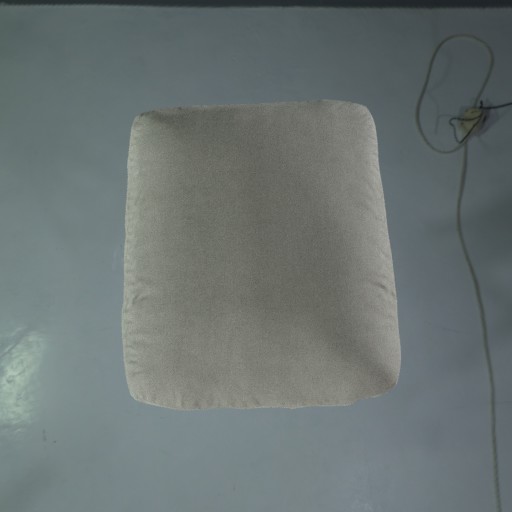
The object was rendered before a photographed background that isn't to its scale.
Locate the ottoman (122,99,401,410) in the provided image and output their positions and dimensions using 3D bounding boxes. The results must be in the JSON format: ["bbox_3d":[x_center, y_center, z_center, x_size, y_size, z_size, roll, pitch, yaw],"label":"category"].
[{"bbox_3d":[0.000,0.000,1.090,0.584,0.480,0.712,-2,75,-1],"label":"ottoman"}]
